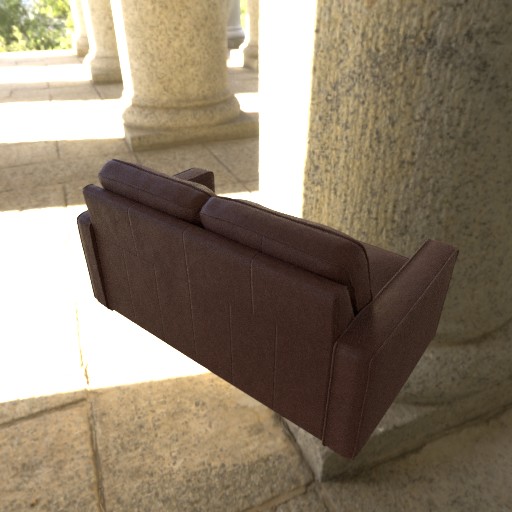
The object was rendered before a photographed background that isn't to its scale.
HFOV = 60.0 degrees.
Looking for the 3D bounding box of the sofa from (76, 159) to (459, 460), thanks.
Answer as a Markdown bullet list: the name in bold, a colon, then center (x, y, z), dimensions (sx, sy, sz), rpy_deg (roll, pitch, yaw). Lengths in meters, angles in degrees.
- **sofa**: center (0.000, 0.000, 2.257), dimensions (1.709, 0.918, 0.947), rpy_deg (22, 38, 31)
